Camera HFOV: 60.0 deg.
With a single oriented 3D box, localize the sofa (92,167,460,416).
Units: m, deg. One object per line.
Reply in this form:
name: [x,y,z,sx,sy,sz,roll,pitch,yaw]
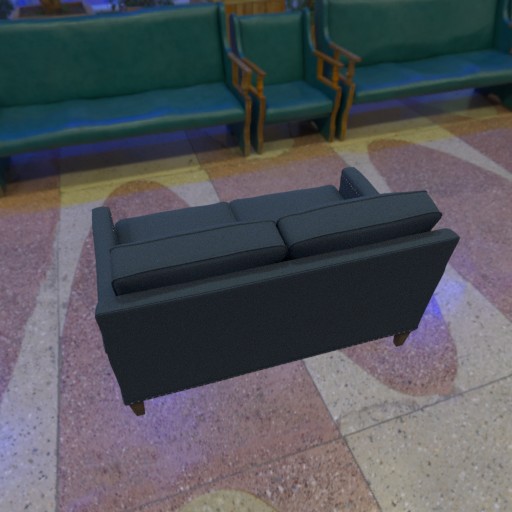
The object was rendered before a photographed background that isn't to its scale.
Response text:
sofa: [0.000,0.000,2.322,1.597,1.003,1.084,-11,42,-13]
